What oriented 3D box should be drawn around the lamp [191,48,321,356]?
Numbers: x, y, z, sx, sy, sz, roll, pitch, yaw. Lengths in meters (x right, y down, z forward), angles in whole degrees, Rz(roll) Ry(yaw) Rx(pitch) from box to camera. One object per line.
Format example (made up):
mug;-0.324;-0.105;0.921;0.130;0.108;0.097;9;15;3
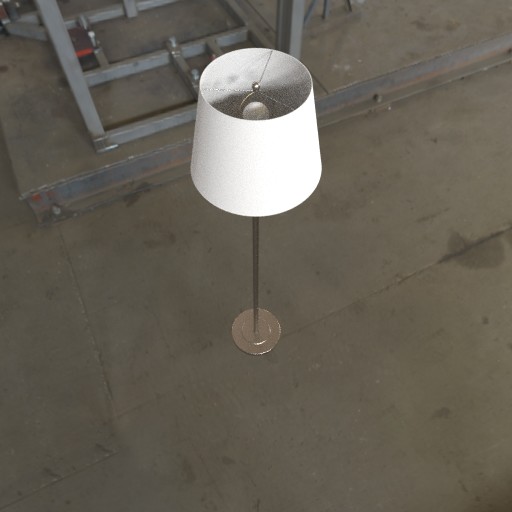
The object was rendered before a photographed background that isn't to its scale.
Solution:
lamp;0.000;0.000;1.613;0.355;1.473;0.355;0;58;0
